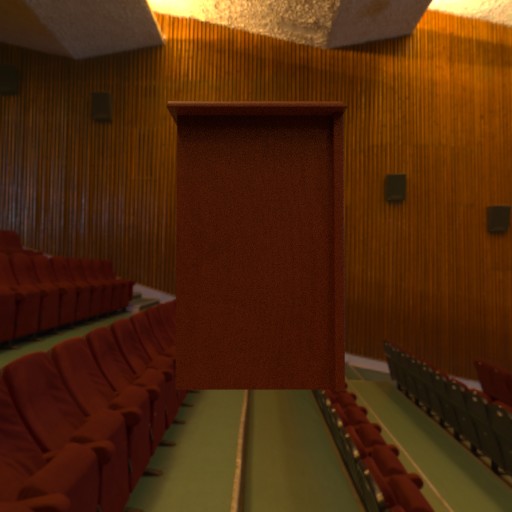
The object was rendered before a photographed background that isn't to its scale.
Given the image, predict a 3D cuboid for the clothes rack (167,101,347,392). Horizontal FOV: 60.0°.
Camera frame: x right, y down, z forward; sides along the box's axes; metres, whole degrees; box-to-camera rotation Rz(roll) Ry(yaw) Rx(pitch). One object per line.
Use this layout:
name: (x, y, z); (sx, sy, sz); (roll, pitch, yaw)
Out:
clothes rack: (0.000, 0.000, 1.506); (0.362, 0.594, 1.251); (0, -2, 0)
